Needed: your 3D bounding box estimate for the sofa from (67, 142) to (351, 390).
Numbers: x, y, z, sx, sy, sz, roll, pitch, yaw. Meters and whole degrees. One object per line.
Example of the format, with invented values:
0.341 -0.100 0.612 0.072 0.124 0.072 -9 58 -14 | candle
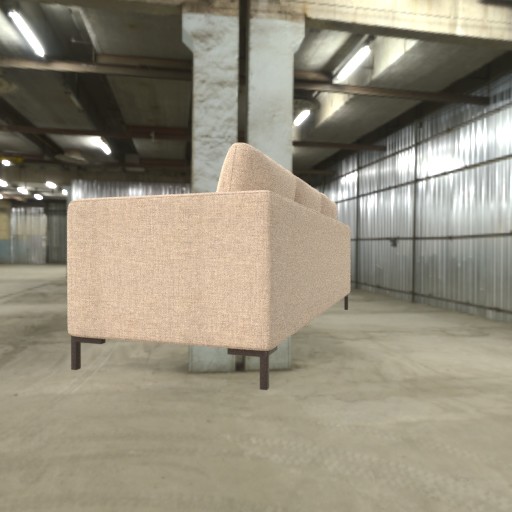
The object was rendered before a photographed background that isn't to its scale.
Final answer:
0.000 0.000 2.640 0.859 0.874 2.218 0 1 19 | sofa
